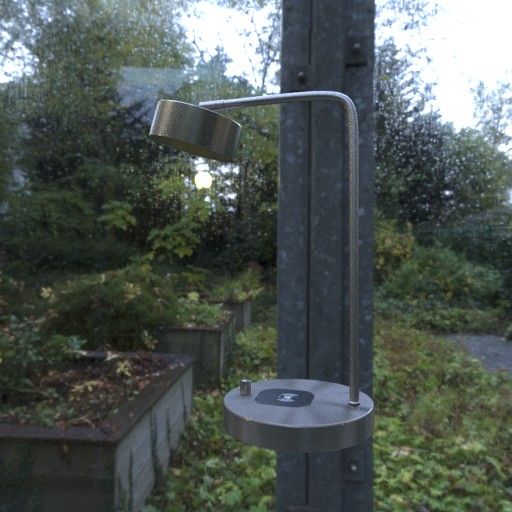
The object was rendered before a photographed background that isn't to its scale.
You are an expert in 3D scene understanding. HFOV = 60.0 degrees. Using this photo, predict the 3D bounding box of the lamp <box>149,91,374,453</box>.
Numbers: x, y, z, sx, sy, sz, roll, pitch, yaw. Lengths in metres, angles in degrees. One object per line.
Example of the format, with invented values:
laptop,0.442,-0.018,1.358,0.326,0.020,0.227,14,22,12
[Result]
lamp,0.000,0.000,0.649,0.334,0.469,0.211,0,-1,17
